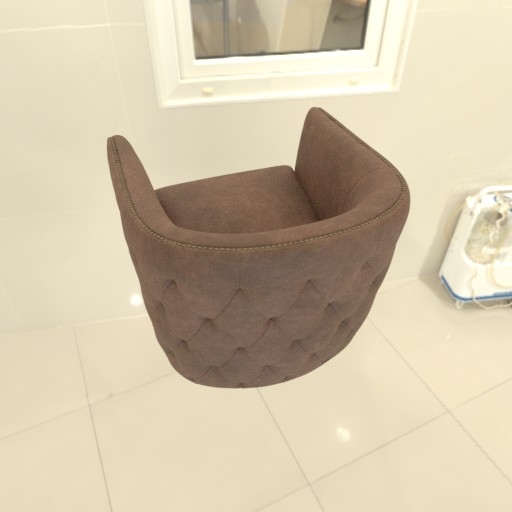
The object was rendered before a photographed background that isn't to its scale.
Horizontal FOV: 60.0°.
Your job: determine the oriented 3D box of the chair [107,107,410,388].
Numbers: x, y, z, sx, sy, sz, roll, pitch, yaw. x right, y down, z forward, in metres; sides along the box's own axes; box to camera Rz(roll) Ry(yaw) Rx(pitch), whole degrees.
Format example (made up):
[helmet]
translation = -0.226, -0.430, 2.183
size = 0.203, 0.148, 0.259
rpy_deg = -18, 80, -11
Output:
[chair]
translation = 0.000, 0.000, 1.551
size = 0.850, 0.790, 0.870
rpy_deg = -12, 43, -14
